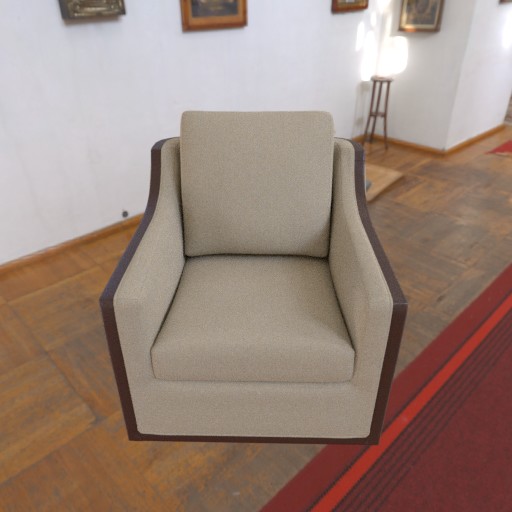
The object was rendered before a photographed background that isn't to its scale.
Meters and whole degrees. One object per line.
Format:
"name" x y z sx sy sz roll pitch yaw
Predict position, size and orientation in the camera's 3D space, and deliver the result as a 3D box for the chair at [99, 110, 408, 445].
"chair" 0.000 0.000 1.644 0.870 0.930 0.950 1 31 1
